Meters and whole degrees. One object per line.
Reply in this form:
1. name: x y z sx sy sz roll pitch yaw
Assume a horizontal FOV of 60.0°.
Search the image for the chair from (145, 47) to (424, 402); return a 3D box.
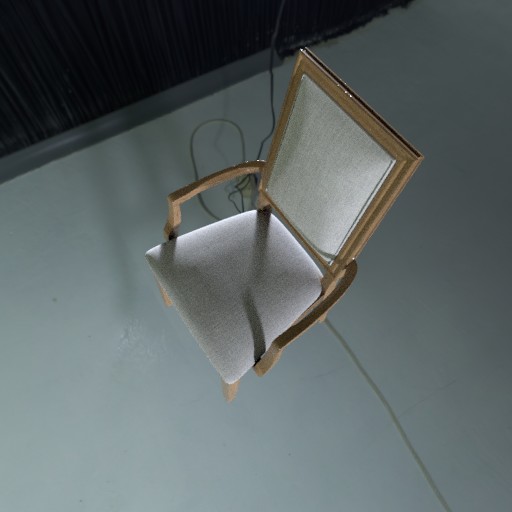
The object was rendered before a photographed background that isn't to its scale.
1. chair: 0.000 0.000 1.400 0.602 0.990 0.606 -32 68 -15
